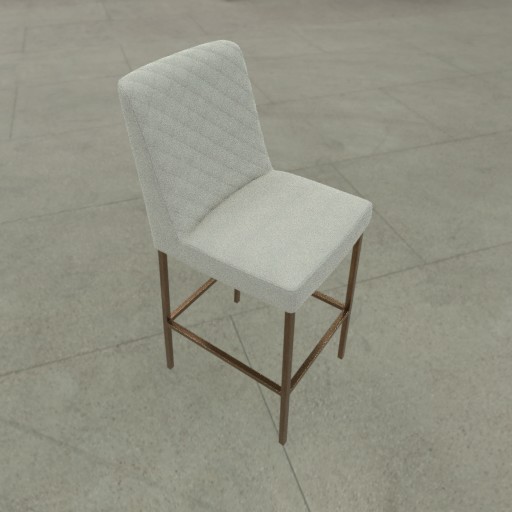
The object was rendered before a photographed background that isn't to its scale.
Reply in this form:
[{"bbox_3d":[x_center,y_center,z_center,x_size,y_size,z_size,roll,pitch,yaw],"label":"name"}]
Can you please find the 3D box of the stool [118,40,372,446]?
[{"bbox_3d":[0.000,0.000,1.353,0.546,1.084,0.462,25,47,26],"label":"stool"}]
